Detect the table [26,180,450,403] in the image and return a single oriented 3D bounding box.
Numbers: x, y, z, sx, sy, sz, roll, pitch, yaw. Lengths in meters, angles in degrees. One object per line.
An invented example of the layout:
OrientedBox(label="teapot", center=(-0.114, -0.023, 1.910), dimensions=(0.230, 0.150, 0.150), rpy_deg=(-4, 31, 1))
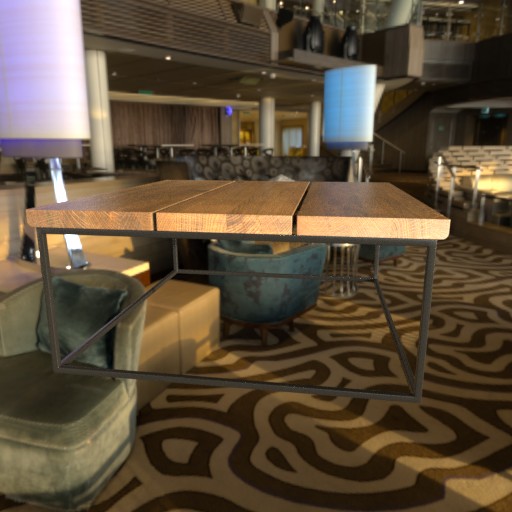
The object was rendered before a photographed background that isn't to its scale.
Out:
OrientedBox(label="table", center=(0.000, 0.000, 1.401), dimensions=(0.900, 0.400, 0.900), rpy_deg=(2, 14, 9))
